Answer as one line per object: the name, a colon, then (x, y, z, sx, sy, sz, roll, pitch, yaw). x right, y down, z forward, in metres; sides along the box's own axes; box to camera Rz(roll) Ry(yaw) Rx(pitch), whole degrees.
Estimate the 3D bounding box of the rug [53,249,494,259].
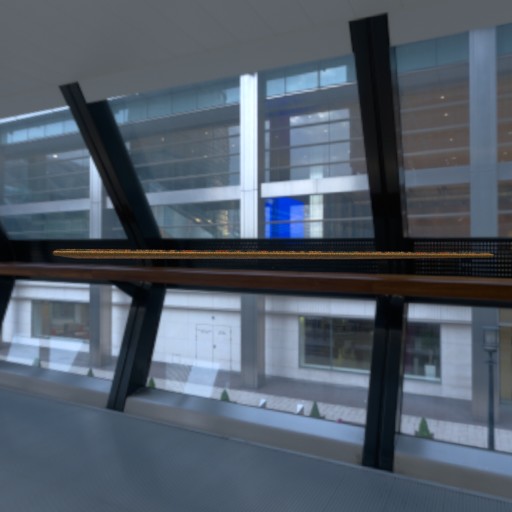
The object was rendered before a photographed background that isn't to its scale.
rug: (0.000, 0.000, 2.806, 2.204, 0.024, 1.588, 0, -1, -19)
